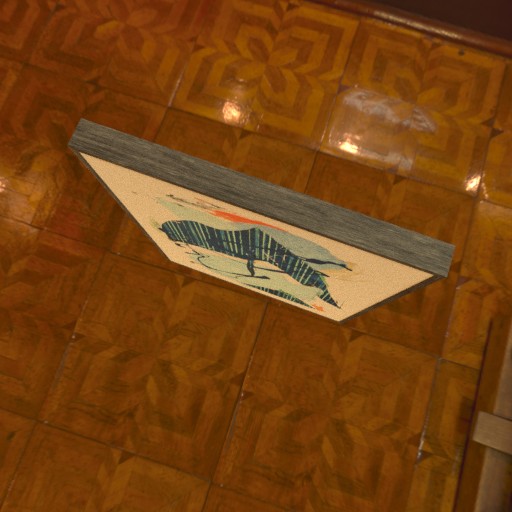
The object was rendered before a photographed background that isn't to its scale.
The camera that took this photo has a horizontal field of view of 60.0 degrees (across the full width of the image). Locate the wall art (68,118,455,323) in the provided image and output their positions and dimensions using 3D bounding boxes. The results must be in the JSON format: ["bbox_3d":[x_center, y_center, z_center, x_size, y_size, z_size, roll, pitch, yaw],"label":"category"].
[{"bbox_3d":[0.000,0.000,1.336,0.762,1.016,0.063,20,77,5],"label":"wall art"}]
